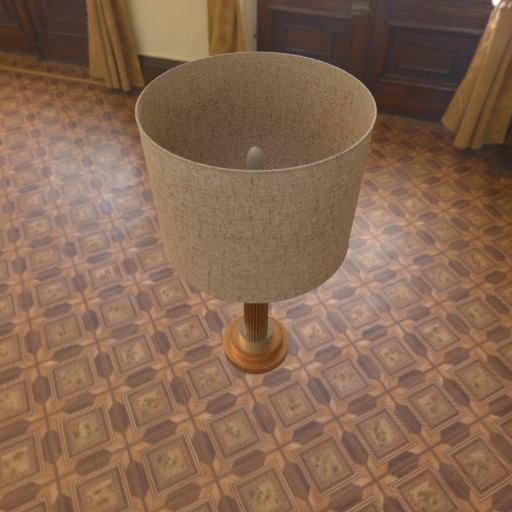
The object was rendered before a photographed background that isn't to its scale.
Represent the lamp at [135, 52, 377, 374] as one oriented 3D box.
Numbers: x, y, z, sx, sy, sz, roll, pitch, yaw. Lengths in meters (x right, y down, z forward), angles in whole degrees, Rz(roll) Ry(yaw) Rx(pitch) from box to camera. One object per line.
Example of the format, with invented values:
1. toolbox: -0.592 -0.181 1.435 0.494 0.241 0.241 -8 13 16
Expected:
1. lamp: 0.000 0.000 0.820 0.321 0.610 0.321 24 51 21
